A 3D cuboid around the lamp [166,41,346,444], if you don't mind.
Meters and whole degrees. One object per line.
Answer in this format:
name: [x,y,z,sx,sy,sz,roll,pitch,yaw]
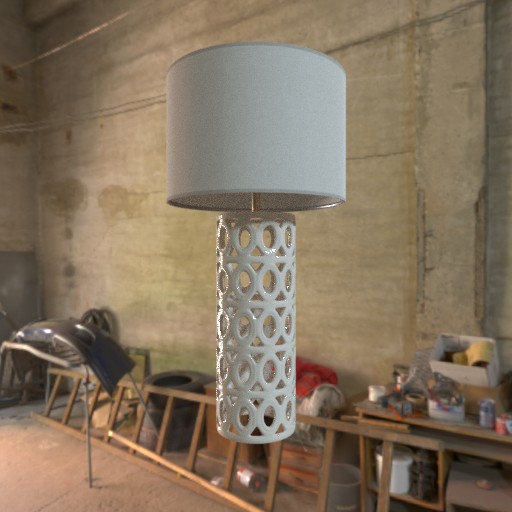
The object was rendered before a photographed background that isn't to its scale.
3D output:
lamp: [0.000,0.000,0.819,0.325,0.636,0.324,0,0,-1]
